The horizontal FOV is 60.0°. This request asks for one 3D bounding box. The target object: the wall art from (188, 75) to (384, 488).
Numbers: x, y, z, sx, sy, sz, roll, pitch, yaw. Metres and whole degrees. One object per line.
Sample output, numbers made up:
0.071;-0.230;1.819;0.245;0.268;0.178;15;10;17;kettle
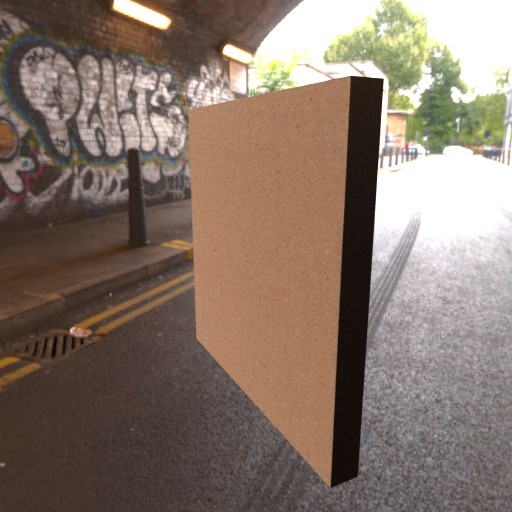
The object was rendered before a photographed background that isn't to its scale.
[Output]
0.000;0.000;0.474;0.029;0.318;0.327;-7;16;-26;wall art
